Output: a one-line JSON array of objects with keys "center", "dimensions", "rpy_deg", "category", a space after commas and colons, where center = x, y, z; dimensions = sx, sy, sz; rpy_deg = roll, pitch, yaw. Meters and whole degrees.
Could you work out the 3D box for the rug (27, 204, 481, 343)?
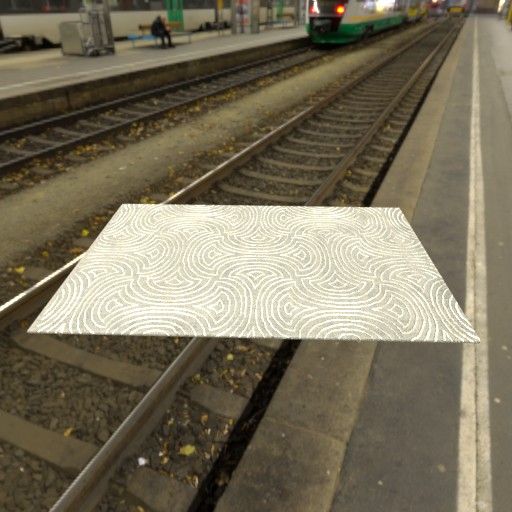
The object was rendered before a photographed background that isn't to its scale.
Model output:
[{"center": [0.000, 0.000, 2.759], "dimensions": [2.144, 0.015, 1.543], "rpy_deg": [1, 30, 2], "category": "rug"}]
